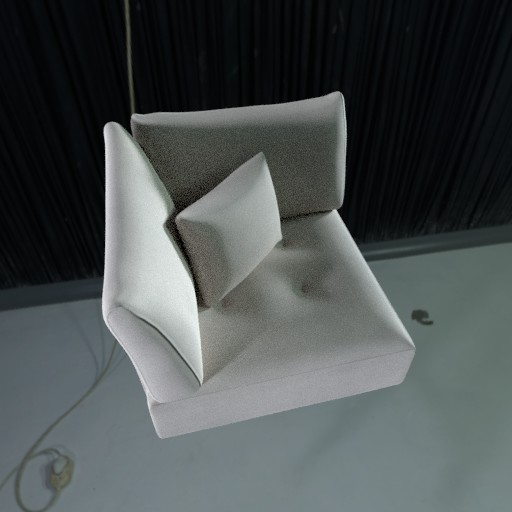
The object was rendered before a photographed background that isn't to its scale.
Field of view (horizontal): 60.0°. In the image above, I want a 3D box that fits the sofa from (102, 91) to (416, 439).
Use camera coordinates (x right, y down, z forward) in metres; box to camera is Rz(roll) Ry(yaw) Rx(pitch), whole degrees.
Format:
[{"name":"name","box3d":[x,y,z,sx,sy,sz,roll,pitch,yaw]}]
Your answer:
[{"name":"sofa","box3d":[0.000,0.000,1.740,1.000,0.820,1.000,-10,46,-9]}]
